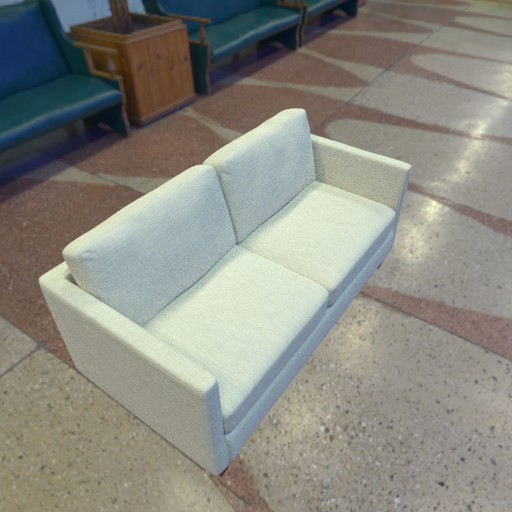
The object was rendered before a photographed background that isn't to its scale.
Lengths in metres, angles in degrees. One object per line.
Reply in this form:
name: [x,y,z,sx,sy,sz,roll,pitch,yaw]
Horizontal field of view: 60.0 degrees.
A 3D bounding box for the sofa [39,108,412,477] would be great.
sofa: [0.000,0.000,2.360,0.950,0.963,1.838,25,47,26]
